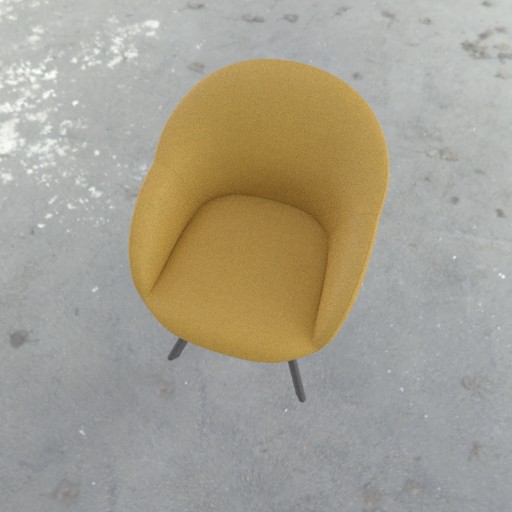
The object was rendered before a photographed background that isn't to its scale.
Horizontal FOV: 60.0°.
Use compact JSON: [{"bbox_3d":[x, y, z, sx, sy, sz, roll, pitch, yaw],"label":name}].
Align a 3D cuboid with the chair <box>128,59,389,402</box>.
[{"bbox_3d":[0.000,0.000,1.196,0.551,0.793,0.583,15,60,9],"label":"chair"}]
